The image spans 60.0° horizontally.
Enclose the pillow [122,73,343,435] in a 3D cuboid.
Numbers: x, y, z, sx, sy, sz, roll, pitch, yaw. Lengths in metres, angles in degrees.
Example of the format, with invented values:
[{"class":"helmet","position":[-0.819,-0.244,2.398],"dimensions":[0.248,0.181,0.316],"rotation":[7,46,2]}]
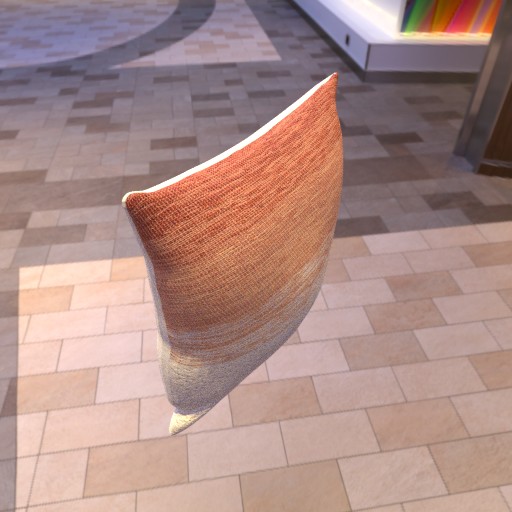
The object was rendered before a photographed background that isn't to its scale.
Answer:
[{"class":"pillow","position":[0.000,0.000,0.677],"dimensions":[0.182,0.441,0.440],"rotation":[25,47,26]}]
